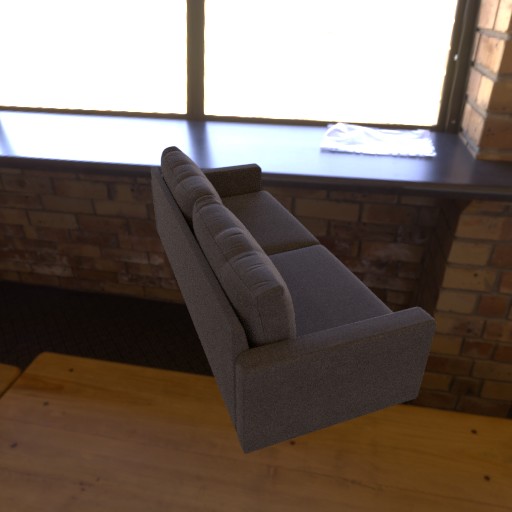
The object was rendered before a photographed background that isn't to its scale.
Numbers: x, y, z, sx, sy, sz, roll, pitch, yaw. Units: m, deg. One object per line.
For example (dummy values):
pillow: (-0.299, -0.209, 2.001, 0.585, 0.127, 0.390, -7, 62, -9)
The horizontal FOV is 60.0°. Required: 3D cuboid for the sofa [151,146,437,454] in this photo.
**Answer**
sofa: (0.000, 0.000, 2.614, 0.880, 0.880, 2.100, -11, 32, -17)
